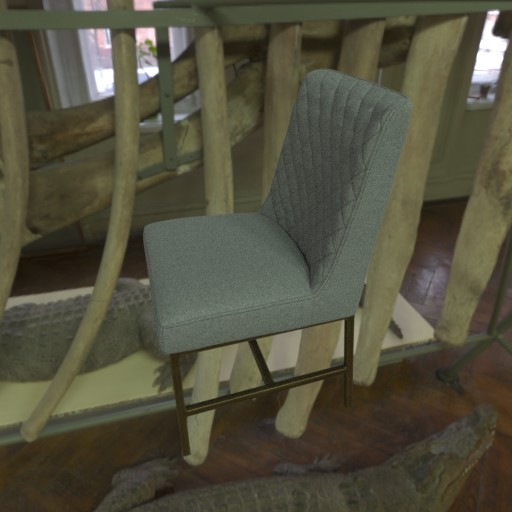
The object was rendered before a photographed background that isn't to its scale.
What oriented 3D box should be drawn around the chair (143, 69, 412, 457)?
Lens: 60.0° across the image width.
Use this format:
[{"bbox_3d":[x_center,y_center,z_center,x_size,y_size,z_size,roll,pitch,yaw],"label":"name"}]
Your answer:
[{"bbox_3d":[0.000,0.000,1.221,0.587,0.889,0.508,-8,32,-14],"label":"chair"}]
